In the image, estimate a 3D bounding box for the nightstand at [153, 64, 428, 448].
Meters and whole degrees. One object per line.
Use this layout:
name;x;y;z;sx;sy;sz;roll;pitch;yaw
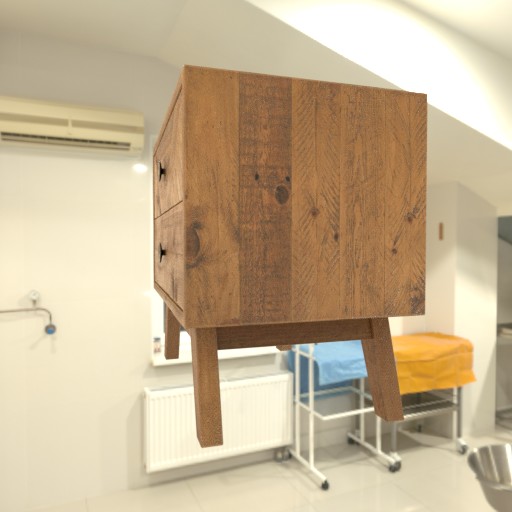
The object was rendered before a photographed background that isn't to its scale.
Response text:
nightstand;0.000;0.000;1.049;0.450;0.599;0.650;0;2;-17
